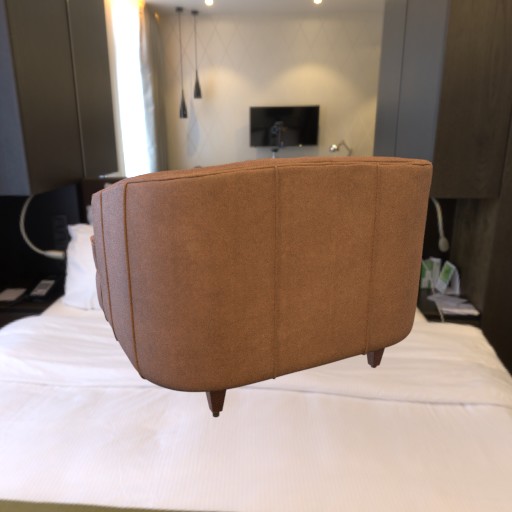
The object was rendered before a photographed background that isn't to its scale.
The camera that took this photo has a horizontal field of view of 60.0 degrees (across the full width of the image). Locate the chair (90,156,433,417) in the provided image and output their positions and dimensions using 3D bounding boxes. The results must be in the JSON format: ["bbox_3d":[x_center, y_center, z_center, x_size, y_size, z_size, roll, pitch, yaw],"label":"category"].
[{"bbox_3d":[0.000,0.000,1.719,1.118,0.787,0.914,-8,18,-27],"label":"chair"}]
